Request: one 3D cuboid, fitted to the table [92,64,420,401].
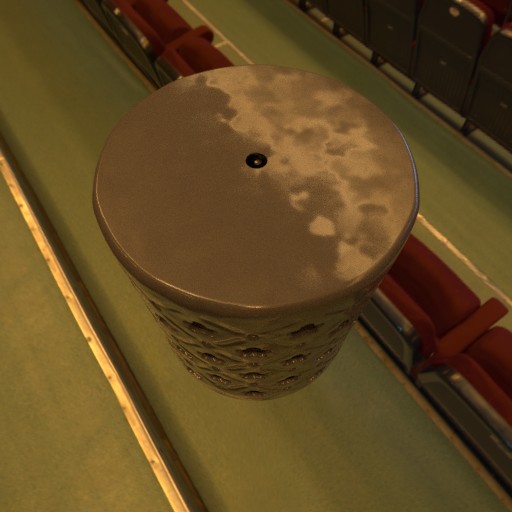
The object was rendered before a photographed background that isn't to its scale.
[{"bbox_3d":[0.000,0.000,0.636,0.352,0.387,0.352,0,58,0],"label":"table"}]
